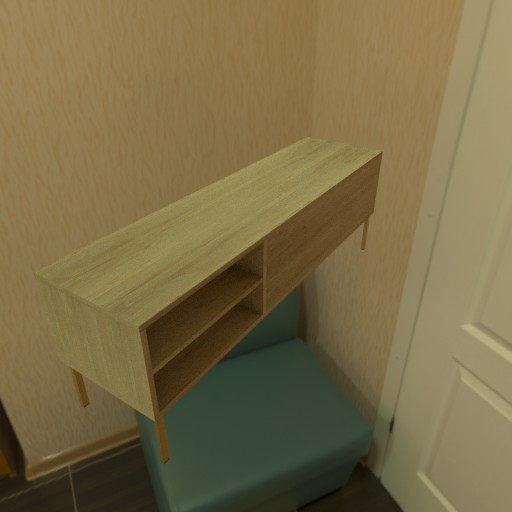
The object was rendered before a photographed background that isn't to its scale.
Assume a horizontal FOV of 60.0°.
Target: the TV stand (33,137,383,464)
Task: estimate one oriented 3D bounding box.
[{"bbox_3d":[0.000,0.000,1.844,0.420,0.550,1.600,19,36,29],"label":"TV stand"}]
